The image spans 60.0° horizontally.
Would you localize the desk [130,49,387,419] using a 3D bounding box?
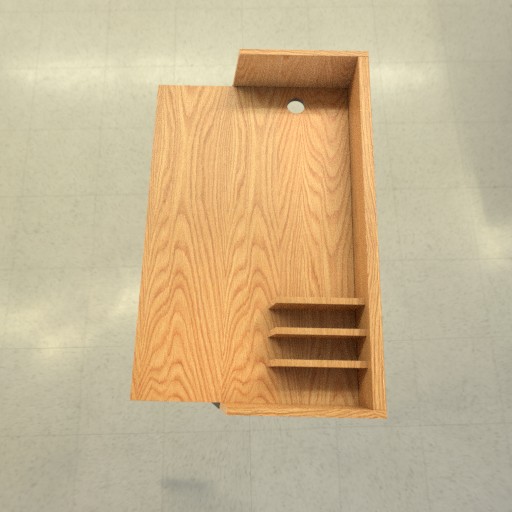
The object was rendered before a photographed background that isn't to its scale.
[{"bbox_3d":[0.000,0.000,1.884,0.769,1.061,1.191,1,75,0],"label":"desk"}]
